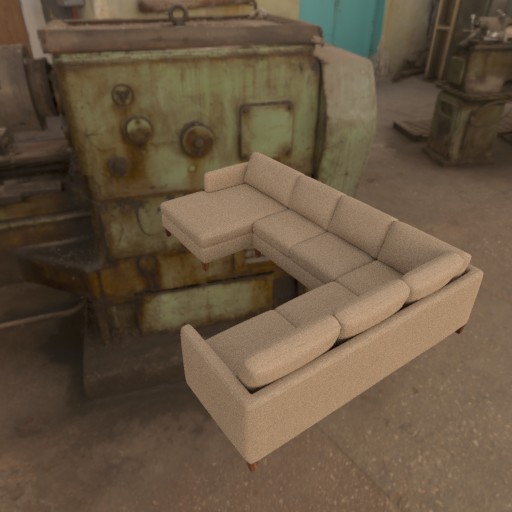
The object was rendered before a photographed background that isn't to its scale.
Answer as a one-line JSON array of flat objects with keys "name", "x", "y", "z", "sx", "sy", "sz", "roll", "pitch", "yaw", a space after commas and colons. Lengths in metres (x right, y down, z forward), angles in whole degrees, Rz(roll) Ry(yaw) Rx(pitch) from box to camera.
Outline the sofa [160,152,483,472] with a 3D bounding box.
[{"name": "sofa", "x": 0.000, "y": 0.000, "z": 4.536, "sx": 2.551, "sy": 0.889, "sz": 3.403, "roll": -21, "pitch": 38, "yaw": -29}]
